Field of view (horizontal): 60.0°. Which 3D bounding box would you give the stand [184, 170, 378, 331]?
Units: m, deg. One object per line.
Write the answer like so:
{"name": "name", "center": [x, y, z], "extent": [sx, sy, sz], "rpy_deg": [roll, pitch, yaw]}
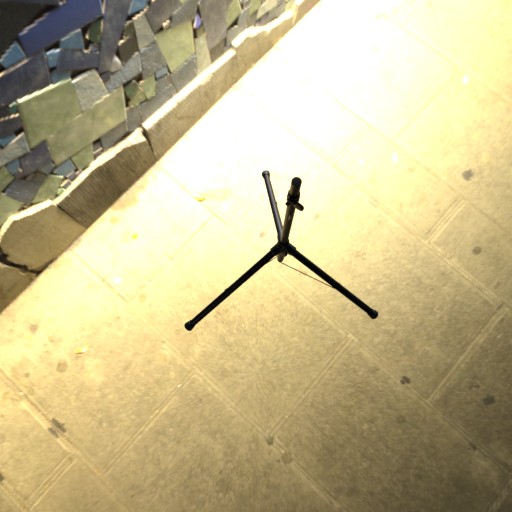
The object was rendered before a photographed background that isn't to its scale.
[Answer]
{"name": "stand", "center": [0.000, 0.000, 1.902], "extent": [0.907, 1.136, 1.045], "rpy_deg": [-33, 78, -8]}
